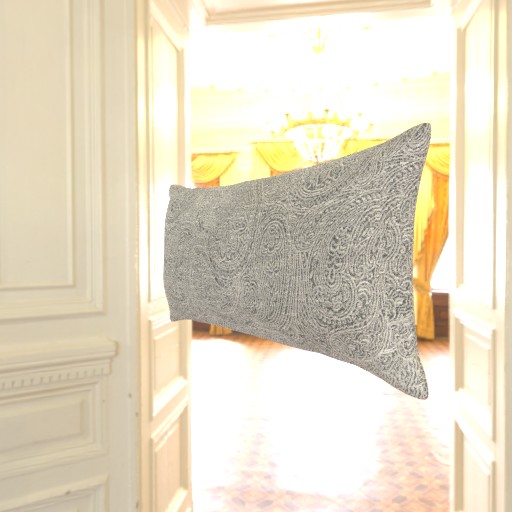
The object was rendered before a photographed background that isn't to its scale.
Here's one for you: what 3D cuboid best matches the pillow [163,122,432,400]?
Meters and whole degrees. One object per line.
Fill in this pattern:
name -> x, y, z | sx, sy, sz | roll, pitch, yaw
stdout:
pillow -> 0.000, 0.000, 0.713 | 0.151, 0.295, 0.615 | -1, 2, -37
